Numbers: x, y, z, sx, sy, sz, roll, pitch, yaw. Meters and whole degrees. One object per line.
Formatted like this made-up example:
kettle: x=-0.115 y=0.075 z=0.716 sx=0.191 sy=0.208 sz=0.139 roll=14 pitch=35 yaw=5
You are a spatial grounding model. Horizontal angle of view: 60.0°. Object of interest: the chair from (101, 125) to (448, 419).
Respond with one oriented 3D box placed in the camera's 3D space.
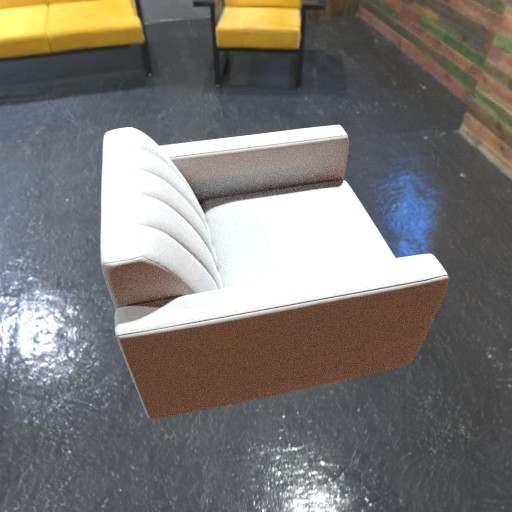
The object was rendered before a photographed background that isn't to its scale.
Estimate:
chair: x=0.000 y=0.000 z=1.687 sx=0.998 sy=0.819 sz=0.953 roll=-9 pitch=46 yaw=-9
